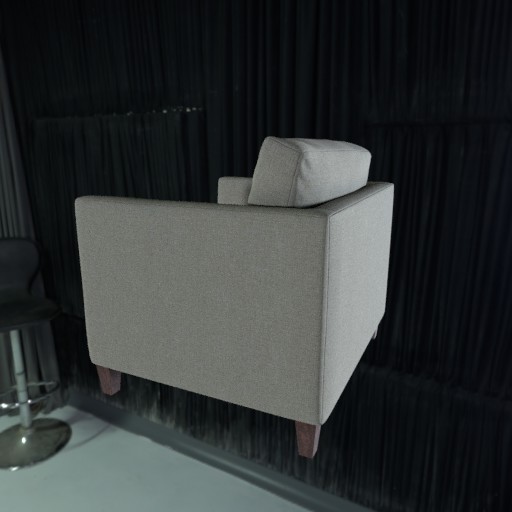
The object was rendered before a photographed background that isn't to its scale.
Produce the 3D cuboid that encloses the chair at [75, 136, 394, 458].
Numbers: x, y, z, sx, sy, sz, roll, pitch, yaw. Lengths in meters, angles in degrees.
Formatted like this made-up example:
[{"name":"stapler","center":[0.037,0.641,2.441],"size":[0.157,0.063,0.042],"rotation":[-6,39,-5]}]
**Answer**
[{"name":"chair","center":[0.000,0.000,1.876],"size":[0.959,0.963,1.107],"rotation":[7,16,25]}]
